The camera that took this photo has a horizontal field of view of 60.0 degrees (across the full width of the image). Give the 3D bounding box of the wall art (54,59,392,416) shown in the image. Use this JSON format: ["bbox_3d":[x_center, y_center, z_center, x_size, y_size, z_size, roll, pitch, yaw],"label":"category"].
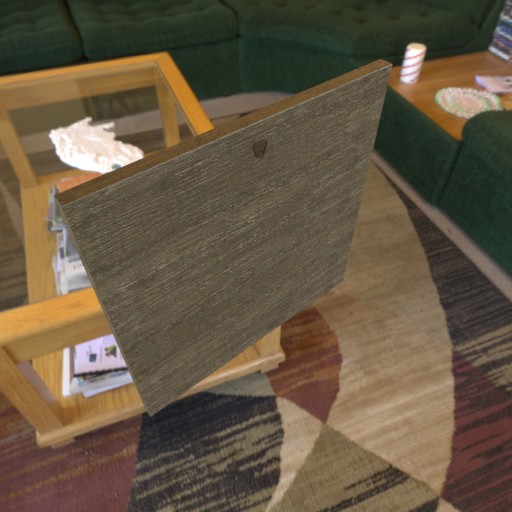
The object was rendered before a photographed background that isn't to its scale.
[{"bbox_3d":[0.000,0.000,0.670,0.462,0.459,0.027,-31,54,-25],"label":"wall art"}]
